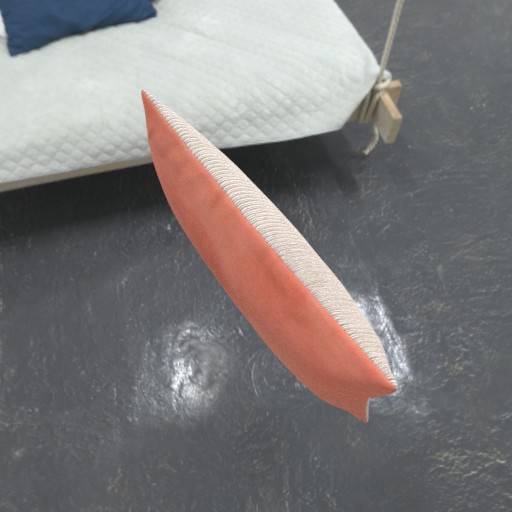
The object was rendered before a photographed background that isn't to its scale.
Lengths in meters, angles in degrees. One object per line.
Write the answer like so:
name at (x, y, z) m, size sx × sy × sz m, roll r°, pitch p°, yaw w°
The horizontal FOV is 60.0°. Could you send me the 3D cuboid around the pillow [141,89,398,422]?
pillow at (0.000, 0.000, 0.747) m, size 0.155 × 0.307 × 0.608 m, roll -30°, pitch 63°, yaw -17°
